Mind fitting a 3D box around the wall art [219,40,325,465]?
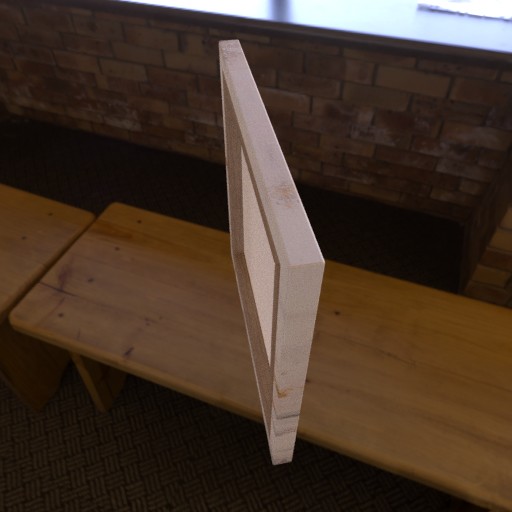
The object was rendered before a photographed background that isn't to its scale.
[{"bbox_3d":[0.000,0.000,0.898,0.040,0.613,0.611,-8,47,-7],"label":"wall art"}]
